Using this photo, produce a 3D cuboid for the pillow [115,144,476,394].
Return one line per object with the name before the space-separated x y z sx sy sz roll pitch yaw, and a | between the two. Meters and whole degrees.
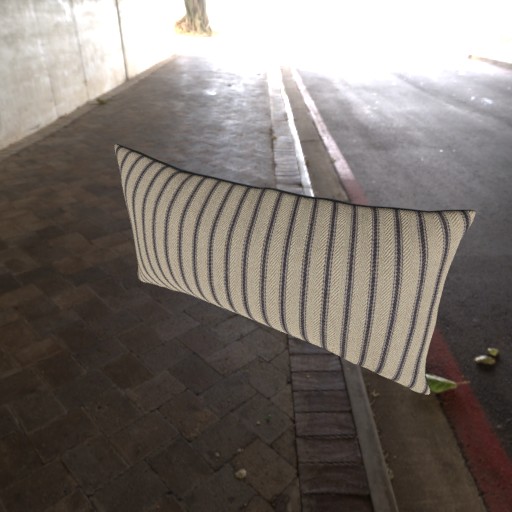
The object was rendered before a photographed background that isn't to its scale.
pillow | 0.000 0.000 0.729 0.609 0.305 0.151 18 34 29
